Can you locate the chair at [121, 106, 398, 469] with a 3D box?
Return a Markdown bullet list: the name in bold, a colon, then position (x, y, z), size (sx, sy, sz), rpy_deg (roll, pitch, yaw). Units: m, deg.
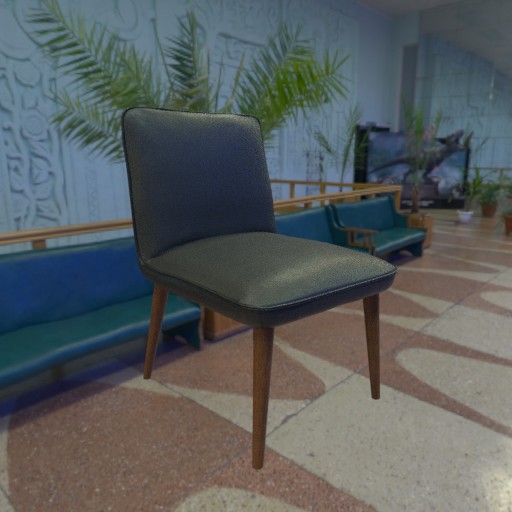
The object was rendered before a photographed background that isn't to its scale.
- **chair**: position (0.000, 0.000, 1.222), size (0.543, 0.801, 0.645), rpy_deg (-13, 18, -43)
